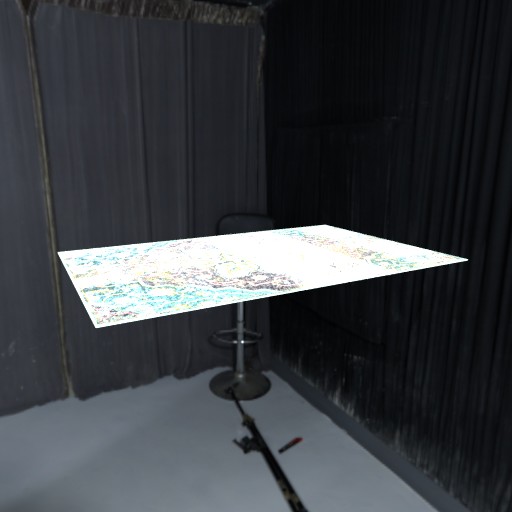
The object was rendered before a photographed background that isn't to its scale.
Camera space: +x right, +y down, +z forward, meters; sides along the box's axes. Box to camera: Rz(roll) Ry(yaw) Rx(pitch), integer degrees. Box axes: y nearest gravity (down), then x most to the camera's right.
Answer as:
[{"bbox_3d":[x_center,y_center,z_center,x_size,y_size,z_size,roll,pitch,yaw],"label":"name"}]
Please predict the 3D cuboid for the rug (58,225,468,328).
[{"bbox_3d":[0.000,0.000,3.010,2.363,0.004,1.566,-7,15,-27],"label":"rug"}]
